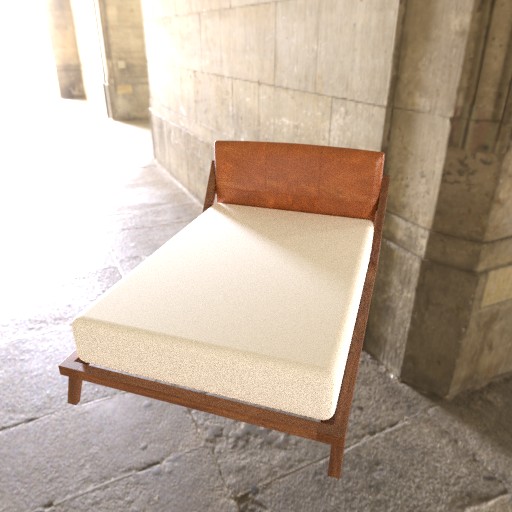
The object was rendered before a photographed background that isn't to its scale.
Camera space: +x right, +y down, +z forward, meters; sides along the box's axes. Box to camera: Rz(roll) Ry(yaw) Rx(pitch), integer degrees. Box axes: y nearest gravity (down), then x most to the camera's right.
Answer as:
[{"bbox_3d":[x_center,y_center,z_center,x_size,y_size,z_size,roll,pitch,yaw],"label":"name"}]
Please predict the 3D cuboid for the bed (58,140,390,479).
[{"bbox_3d":[0.000,0.000,3.188,1.651,1.168,2.311,8,27,16],"label":"bed"}]
